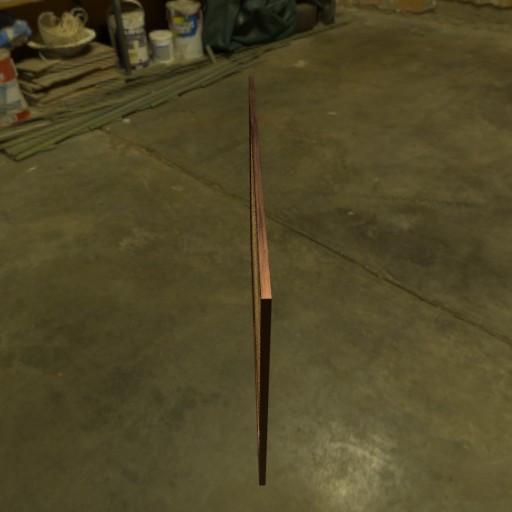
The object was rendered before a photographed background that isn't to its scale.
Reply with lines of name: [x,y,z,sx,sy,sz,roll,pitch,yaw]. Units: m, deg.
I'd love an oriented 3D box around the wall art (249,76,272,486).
wall art: [0.000,0.000,1.049,0.014,0.559,0.816,-1,41,-1]
